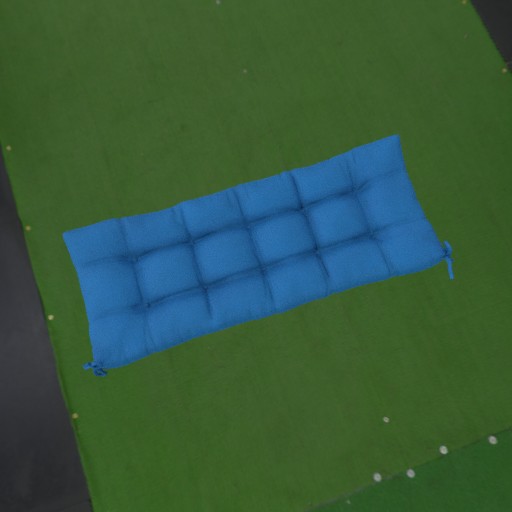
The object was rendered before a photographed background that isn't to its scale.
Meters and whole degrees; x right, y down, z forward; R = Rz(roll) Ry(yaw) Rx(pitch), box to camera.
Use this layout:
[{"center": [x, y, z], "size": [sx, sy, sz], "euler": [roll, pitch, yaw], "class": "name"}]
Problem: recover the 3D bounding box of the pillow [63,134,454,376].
[{"center": [0.000, 0.000, 1.385], "size": [1.194, 0.174, 0.511], "euler": [-17, 77, -4], "class": "pillow"}]
